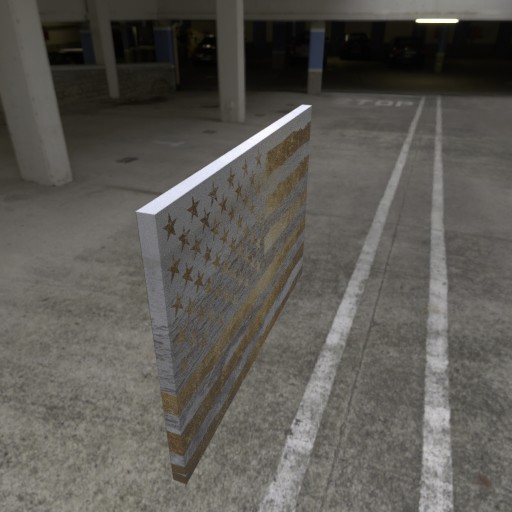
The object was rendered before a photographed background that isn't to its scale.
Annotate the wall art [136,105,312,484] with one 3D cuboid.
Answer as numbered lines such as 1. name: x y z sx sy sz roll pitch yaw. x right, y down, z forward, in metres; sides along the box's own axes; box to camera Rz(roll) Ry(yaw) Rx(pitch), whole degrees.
1. wall art: 0.000 0.000 1.448 0.041 0.762 1.145 10 30 18
